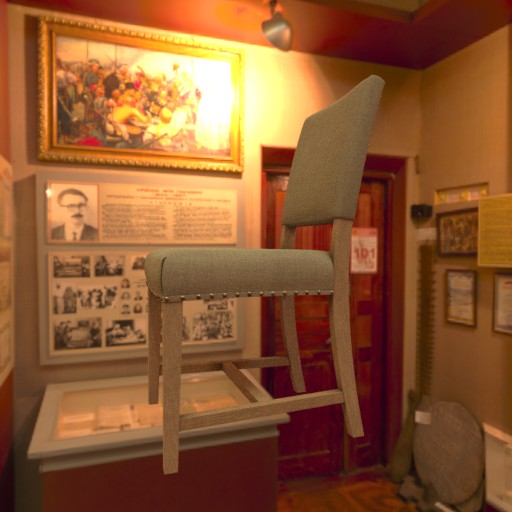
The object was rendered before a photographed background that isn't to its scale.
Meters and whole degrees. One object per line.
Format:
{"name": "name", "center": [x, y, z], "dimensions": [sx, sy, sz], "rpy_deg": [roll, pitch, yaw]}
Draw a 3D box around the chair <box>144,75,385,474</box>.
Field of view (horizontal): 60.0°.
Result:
{"name": "chair", "center": [0.000, 0.000, 1.331], "dimensions": [0.622, 0.986, 0.508], "rpy_deg": [0, 1, -18]}
